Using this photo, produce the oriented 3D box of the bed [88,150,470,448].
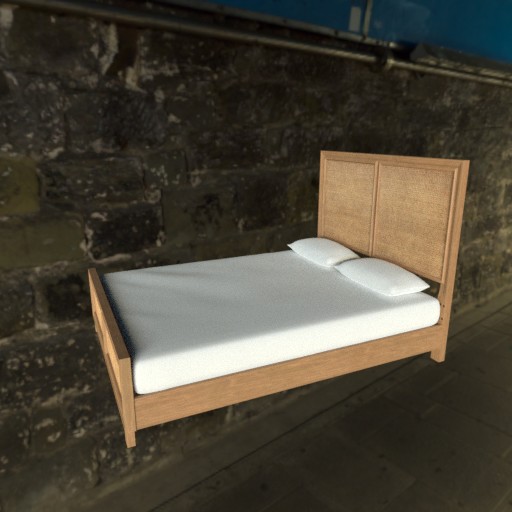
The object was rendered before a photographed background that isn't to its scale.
[{"bbox_3d":[0.000,0.000,3.202,2.184,1.387,1.606,-7,17,-24],"label":"bed"}]
